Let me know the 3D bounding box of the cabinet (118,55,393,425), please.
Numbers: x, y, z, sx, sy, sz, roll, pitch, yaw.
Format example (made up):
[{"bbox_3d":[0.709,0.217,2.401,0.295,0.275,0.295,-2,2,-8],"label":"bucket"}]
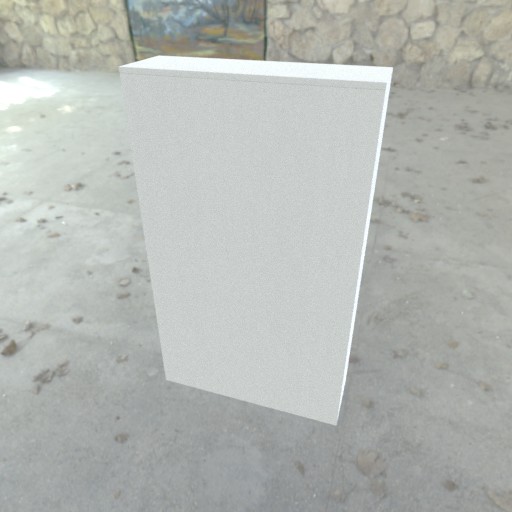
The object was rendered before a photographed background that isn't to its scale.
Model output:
[{"bbox_3d":[0.000,0.000,1.610,0.750,1.280,0.250,10,33,16],"label":"cabinet"}]
